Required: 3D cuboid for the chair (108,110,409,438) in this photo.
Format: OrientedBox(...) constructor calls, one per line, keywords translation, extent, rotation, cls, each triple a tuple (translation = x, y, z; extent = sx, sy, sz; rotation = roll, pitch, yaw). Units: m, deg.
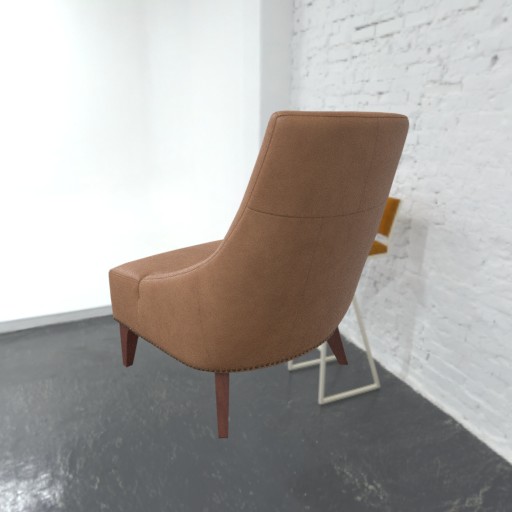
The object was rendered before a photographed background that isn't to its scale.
OrientedBox(translation=(0.000, 0.000, 1.492), extent=(0.701, 0.909, 0.861), rotation=(-15, 22, -41), cls="chair")
